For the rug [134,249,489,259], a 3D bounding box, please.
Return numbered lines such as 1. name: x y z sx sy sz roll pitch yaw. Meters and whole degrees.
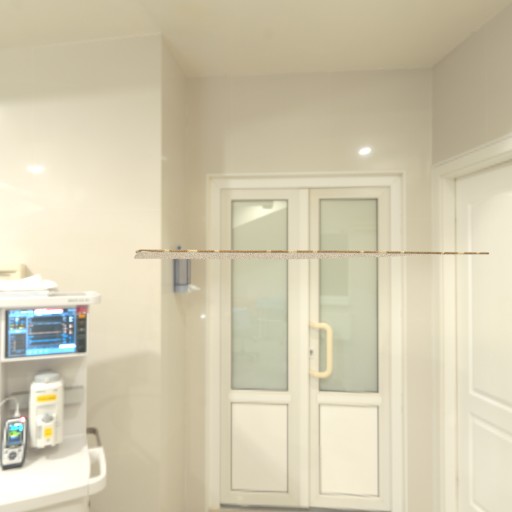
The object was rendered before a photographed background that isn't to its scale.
1. rug: 0.000 0.000 2.174 1.152 0.013 1.761 0 -1 -16
